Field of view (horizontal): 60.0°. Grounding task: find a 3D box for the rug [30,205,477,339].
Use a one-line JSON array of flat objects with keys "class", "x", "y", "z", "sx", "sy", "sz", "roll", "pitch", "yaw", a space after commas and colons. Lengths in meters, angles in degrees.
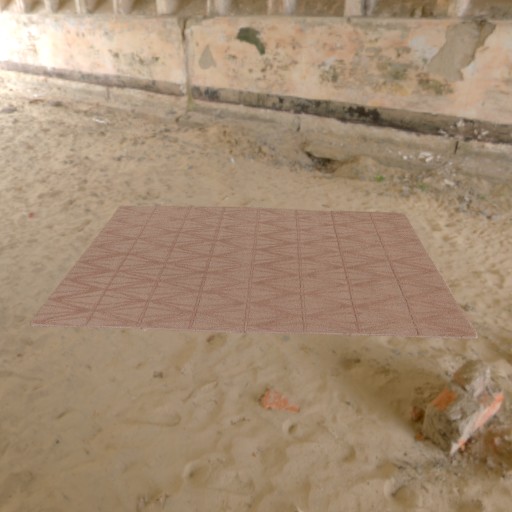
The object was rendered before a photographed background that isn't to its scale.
[{"class": "rug", "x": 0.000, "y": 0.000, "z": 2.329, "sx": 1.837, "sy": 0.025, "sz": 1.230, "roll": 1, "pitch": 30, "yaw": 2}]
